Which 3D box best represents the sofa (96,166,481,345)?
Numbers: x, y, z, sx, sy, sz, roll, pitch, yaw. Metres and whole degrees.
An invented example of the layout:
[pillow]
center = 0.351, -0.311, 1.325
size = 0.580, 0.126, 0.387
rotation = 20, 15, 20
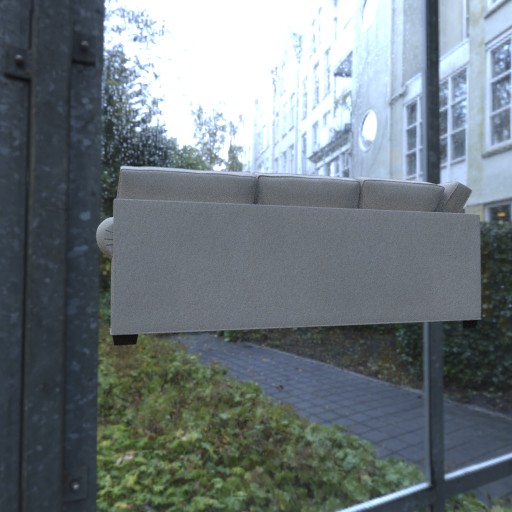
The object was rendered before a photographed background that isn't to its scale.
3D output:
[sofa]
center = 0.000, 0.000, 3.928
size = 2.569, 1.054, 2.487
rotation = 0, -2, -17
